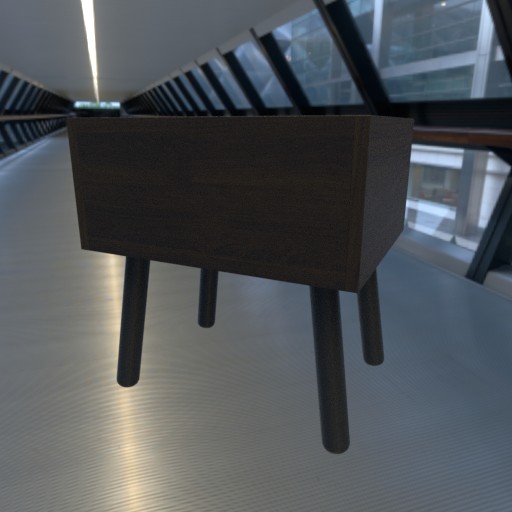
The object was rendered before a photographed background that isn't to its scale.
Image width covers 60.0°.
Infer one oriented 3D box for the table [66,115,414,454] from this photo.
[{"bbox_3d":[0.000,0.000,0.793,0.450,0.470,0.370,8,18,25],"label":"table"}]
